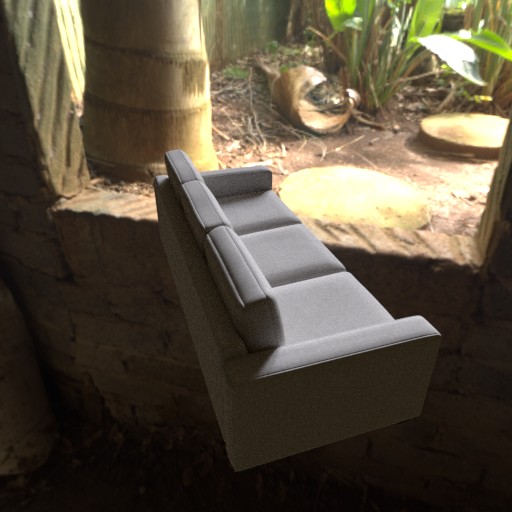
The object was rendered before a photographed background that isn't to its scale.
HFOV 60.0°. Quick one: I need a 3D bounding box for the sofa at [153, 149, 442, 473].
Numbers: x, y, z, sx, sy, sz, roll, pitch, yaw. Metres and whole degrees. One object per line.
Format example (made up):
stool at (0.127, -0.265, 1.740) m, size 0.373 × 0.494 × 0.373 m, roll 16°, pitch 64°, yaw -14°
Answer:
sofa at (0.000, 0.000, 2.584) m, size 0.900 × 0.800 × 2.120 m, roll -10°, pitch 32°, yaw -16°
